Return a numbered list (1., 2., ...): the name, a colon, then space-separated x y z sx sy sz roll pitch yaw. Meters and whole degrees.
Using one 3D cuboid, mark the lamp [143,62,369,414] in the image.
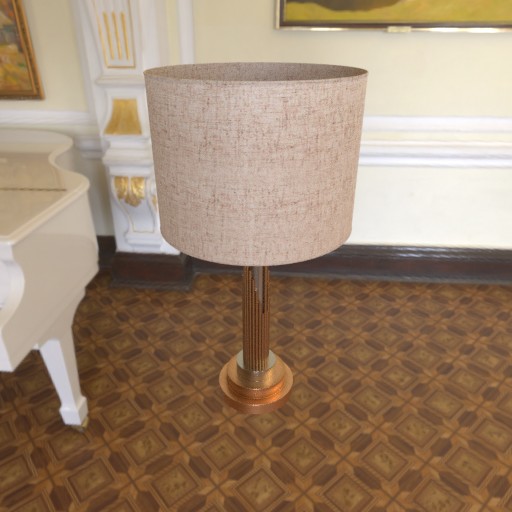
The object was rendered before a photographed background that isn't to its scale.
1. lamp: 0.000 0.000 0.785 0.321 0.610 0.321 8 28 15
